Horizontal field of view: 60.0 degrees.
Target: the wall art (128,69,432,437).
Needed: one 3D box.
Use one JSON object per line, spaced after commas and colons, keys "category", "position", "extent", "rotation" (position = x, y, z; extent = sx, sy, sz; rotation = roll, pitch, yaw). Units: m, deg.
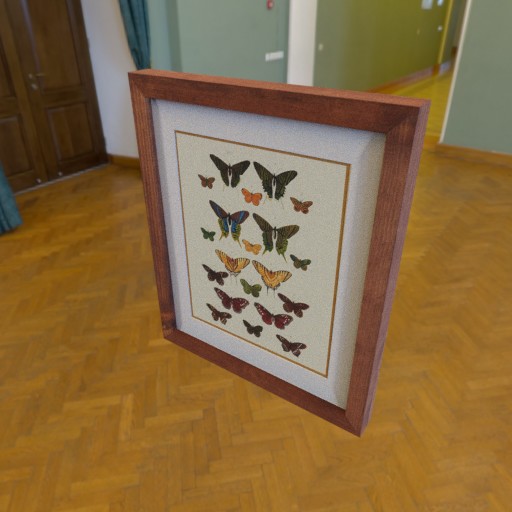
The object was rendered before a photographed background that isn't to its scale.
{"category": "wall art", "position": [0.000, 0.000, 0.613], "extent": [0.377, 0.449, 0.039], "rotation": [19, 35, 29]}
